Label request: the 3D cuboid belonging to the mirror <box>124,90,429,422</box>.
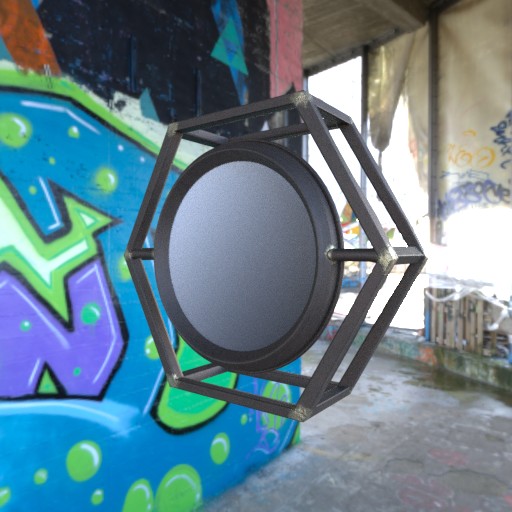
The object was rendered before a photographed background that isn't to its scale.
[{"bbox_3d":[0.000,0.000,0.546,0.380,0.334,0.119,0,1,37],"label":"mirror"}]
